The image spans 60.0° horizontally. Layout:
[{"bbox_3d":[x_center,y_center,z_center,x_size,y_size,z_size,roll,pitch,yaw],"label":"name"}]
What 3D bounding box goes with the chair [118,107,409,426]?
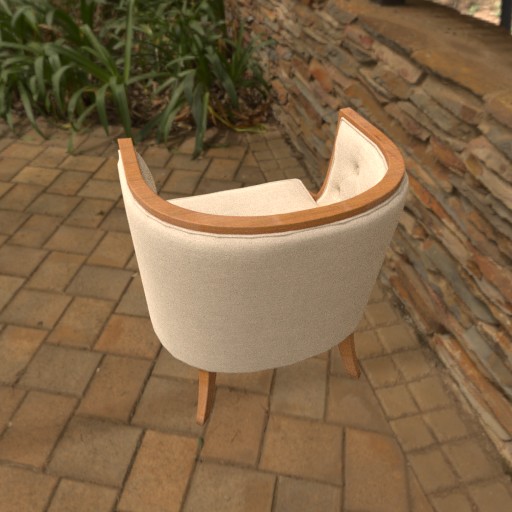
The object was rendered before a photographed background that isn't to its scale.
[{"bbox_3d":[0.000,0.000,1.398,0.711,0.775,0.757,-12,42,-14],"label":"chair"}]
